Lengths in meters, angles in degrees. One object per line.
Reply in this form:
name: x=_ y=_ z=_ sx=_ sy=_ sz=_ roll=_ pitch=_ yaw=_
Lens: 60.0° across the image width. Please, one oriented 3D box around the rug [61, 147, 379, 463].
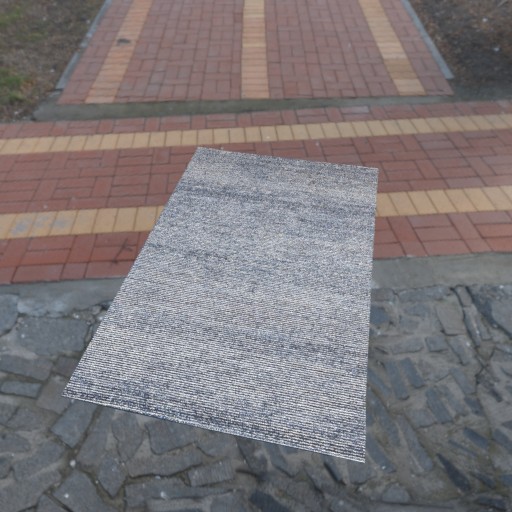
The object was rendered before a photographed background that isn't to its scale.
rug: x=0.000 y=0.000 z=2.167 sx=1.135 sy=0.010 sz=1.740 roll=9 pitch=47 yaw=8
